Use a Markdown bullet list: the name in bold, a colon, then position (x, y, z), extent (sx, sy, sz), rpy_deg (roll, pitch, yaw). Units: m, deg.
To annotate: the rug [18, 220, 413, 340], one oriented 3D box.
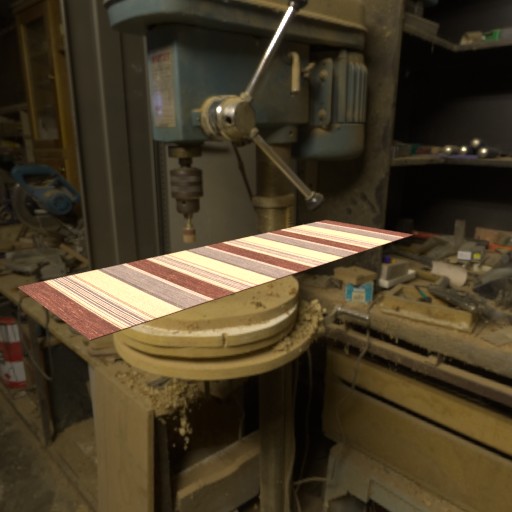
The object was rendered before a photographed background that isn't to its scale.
- **rug**: position (0.000, 0.000, 2.685), extent (2.437, 0.006, 0.792), rpy_deg (-15, 21, -42)
